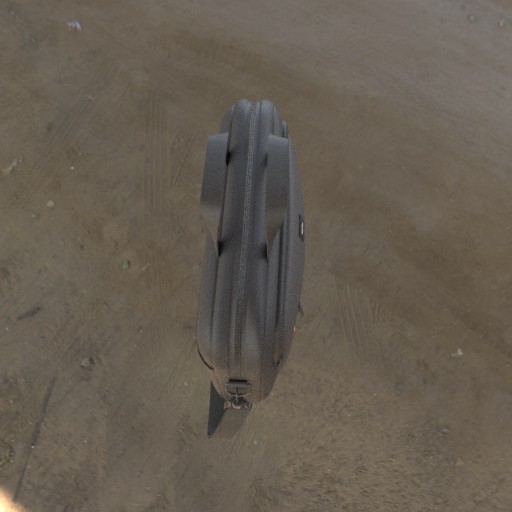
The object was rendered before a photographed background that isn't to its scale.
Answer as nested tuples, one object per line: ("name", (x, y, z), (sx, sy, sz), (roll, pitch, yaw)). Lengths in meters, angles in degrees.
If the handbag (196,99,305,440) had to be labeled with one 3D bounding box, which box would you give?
("handbag", (0.000, 0.000, 0.577), (0.126, 0.330, 0.429), (3, 63, 1))
